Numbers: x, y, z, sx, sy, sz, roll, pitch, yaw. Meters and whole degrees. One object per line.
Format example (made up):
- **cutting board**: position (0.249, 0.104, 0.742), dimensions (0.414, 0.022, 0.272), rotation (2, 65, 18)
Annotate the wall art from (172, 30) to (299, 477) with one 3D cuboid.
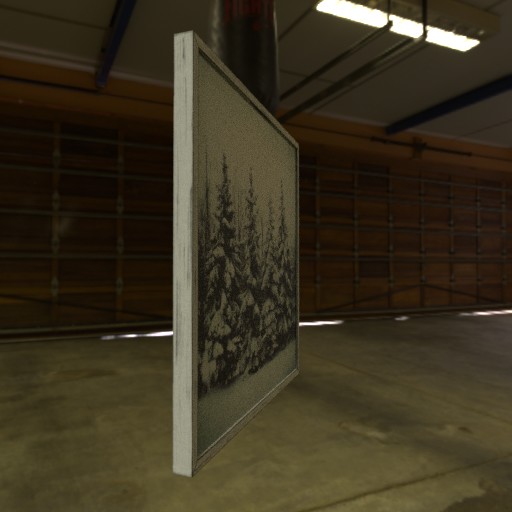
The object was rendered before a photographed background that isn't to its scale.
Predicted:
- **wall art**: position (0.000, 0.000, 1.118), dimensions (0.037, 0.761, 0.761), rotation (0, -1, 19)
